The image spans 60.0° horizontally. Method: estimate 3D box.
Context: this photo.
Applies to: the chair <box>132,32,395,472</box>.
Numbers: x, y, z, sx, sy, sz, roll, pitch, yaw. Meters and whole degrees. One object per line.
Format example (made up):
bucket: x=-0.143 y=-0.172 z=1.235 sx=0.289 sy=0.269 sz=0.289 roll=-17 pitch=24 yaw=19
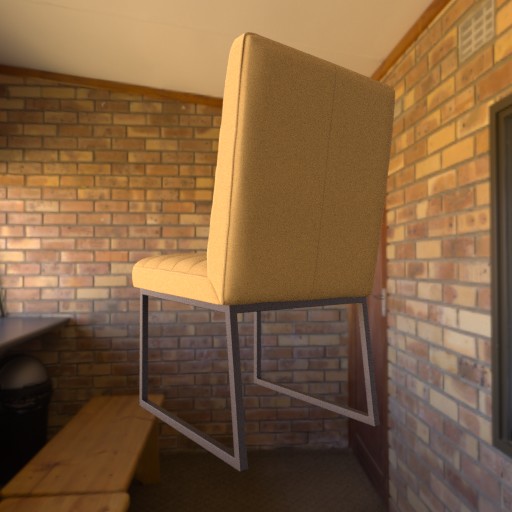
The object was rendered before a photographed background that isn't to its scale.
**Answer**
chair: x=0.000 y=0.000 z=1.291 sx=0.520 sy=0.930 sz=0.634 roll=1 pitch=-2 yaw=-37
